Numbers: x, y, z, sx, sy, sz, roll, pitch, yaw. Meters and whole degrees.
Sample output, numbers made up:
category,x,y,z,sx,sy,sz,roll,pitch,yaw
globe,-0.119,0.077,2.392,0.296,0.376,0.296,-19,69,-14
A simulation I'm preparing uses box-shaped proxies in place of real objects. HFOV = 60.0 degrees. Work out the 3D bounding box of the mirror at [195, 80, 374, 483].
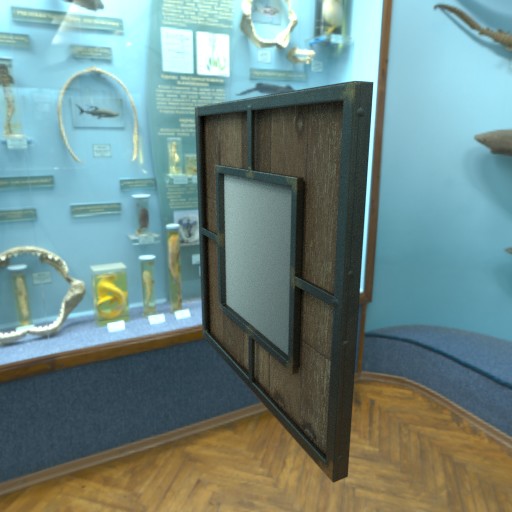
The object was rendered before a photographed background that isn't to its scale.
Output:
category,x,y,z,sx,sy,sz,roll,pitch,yaw
mirror,0.000,0.000,0.566,0.020,0.381,0.382,-8,17,-26
